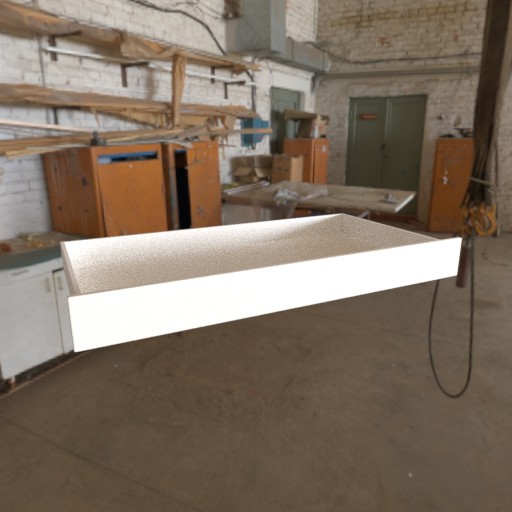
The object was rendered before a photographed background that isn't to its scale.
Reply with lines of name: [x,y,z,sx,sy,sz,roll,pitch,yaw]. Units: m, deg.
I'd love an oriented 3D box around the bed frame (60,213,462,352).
bed frame: [0.000,0.000,1.603,1.300,0.141,0.670,-8,18,-25]
